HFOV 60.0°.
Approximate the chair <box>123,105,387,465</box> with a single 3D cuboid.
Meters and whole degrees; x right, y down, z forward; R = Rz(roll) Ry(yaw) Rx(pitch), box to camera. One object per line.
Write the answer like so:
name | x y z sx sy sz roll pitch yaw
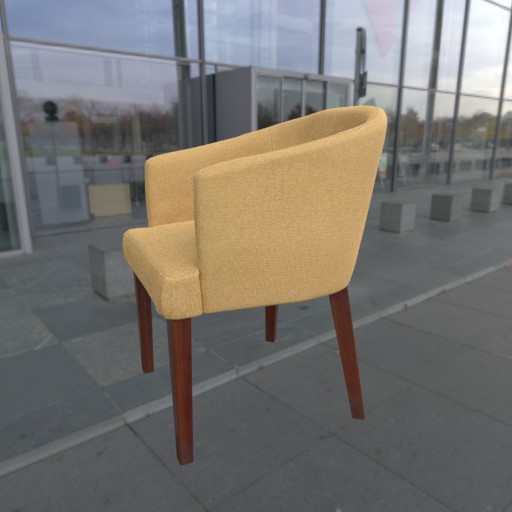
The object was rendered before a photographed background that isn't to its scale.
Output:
chair | 0.000 0.000 1.239 0.655 0.811 0.583 -7 16 -24
